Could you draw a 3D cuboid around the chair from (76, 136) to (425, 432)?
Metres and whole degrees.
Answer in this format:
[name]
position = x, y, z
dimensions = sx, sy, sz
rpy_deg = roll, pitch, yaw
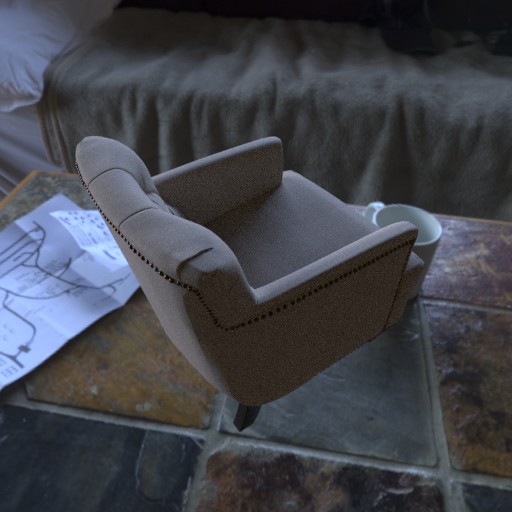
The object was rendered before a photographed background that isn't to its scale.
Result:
[chair]
position = 0.000, 0.000, 1.498
dimensions = 0.902, 0.823, 0.737
rpy_deg = -25, 47, -25
